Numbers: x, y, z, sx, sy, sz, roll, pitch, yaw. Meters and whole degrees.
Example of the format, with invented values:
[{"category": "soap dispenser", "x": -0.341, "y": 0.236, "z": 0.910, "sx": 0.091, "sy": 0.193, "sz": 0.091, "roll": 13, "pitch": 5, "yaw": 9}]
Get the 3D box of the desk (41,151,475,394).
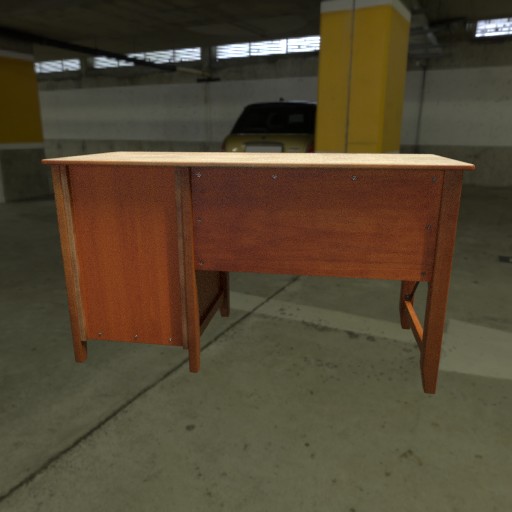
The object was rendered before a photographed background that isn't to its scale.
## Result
[{"category": "desk", "x": 0.000, "y": 0.000, "z": 1.728, "sx": 1.353, "sy": 0.756, "sz": 0.574, "roll": 3, "pitch": 16, "yaw": 9}]
